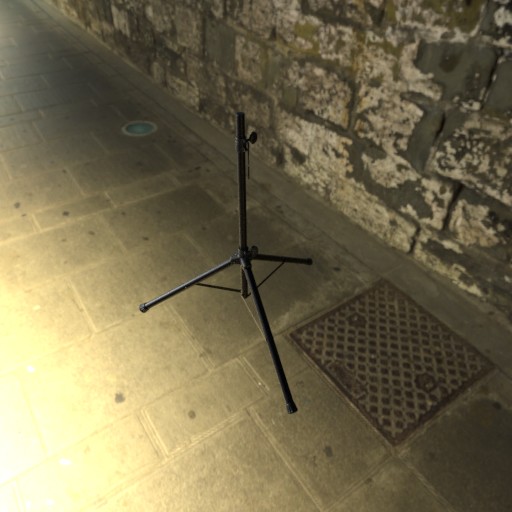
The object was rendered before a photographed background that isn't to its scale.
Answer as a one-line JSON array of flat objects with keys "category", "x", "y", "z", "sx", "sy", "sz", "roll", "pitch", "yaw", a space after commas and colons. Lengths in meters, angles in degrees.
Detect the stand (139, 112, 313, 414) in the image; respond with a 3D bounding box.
[{"category": "stand", "x": 0.000, "y": 0.000, "z": 1.893, "sx": 1.045, "sy": 1.136, "sz": 0.907, "roll": -14, "pitch": 43, "yaw": -15}]
